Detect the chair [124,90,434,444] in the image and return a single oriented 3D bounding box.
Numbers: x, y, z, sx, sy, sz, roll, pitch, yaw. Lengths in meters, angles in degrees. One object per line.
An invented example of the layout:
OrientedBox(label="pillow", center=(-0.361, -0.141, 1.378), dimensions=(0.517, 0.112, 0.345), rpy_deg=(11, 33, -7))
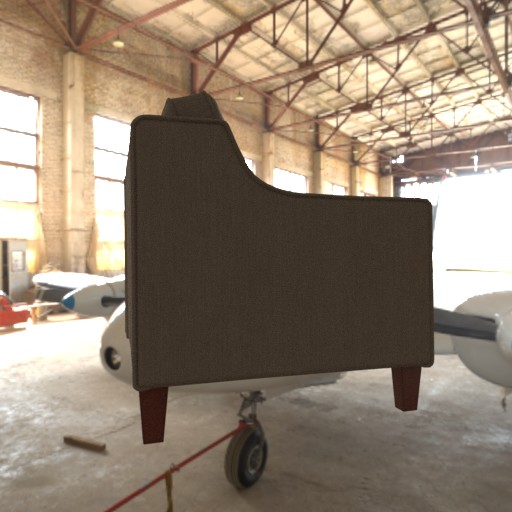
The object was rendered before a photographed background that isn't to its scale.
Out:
OrientedBox(label="chair", center=(0.000, 0.000, 1.612), dimensions=(0.909, 0.960, 0.831), rpy_deg=(0, 0, -18))
